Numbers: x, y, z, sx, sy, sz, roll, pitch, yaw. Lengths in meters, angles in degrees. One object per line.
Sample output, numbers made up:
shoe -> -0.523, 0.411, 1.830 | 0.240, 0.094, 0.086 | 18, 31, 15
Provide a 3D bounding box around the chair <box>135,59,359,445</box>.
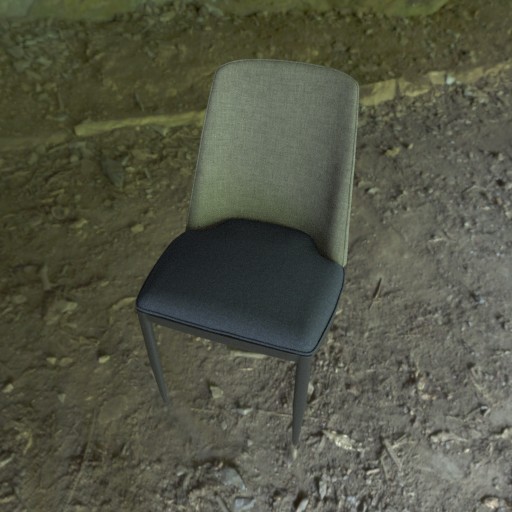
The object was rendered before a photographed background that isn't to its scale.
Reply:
chair -> 0.000, 0.000, 1.189 | 0.488, 0.855, 0.550 | 12, 42, 14
